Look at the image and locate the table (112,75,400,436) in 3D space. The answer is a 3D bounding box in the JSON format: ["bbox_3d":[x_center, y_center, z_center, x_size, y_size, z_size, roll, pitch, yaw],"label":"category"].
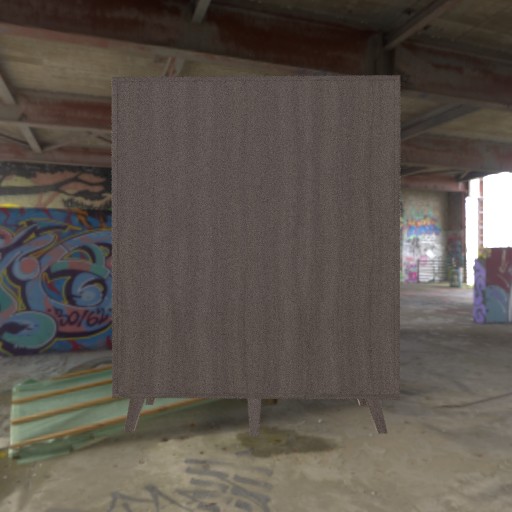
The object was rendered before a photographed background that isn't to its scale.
[{"bbox_3d":[0.000,0.000,1.906,1.111,1.388,0.398,0,0,1],"label":"table"}]
